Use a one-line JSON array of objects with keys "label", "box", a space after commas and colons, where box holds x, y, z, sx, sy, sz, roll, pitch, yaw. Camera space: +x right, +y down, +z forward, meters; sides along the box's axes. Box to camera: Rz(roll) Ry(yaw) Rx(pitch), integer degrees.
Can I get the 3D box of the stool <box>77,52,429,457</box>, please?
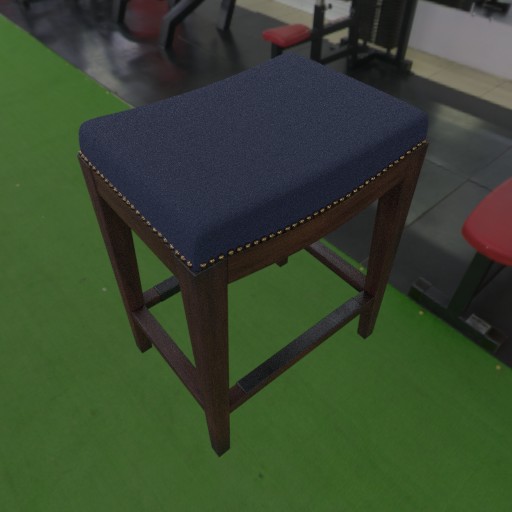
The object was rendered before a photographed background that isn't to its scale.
[{"label": "stool", "box": [0.000, 0.000, 0.932, 0.500, 0.642, 0.361, -31, 53, -26]}]
